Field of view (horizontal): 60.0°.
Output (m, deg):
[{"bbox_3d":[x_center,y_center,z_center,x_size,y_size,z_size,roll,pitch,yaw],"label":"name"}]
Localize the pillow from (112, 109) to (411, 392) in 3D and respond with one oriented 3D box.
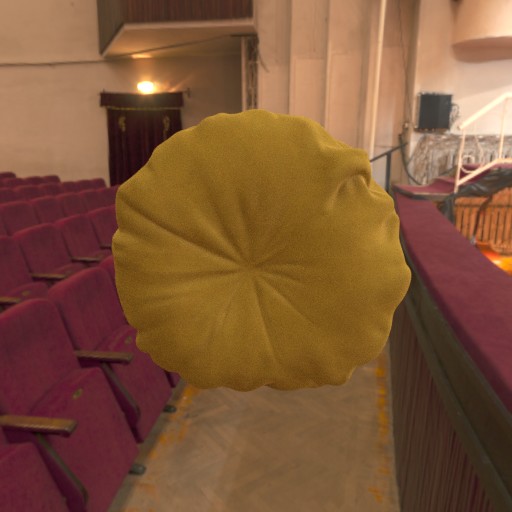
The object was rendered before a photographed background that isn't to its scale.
[{"bbox_3d":[0.000,0.000,0.647,0.428,0.407,0.148,1,13,7],"label":"pillow"}]
